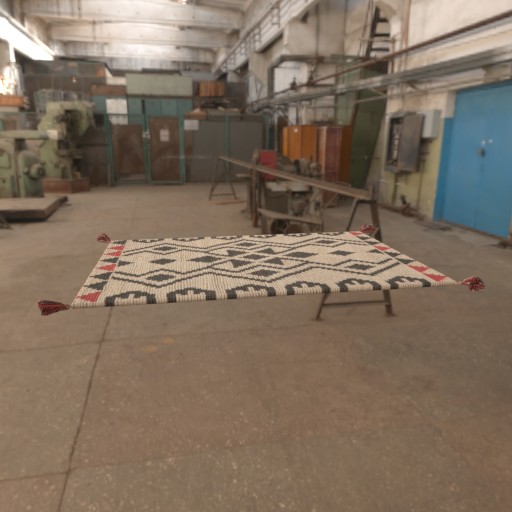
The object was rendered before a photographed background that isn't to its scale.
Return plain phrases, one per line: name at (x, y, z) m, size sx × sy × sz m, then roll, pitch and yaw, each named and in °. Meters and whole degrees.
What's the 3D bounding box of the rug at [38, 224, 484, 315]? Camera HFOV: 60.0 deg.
rug at (0.000, 0.000, 2.617) m, size 2.069 × 0.067 × 1.444 m, roll -3°, pitch 15°, yaw -9°
